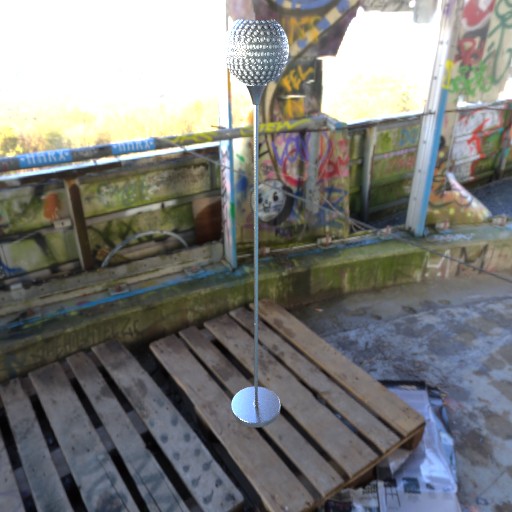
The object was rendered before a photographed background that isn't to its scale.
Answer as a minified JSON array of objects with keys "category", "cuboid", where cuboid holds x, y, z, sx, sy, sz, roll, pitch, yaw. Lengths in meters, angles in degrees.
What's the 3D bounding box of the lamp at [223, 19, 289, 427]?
[{"category":"lamp","cuboid":[0.000,0.000,1.920,0.254,1.805,0.254,0,27,0]}]
